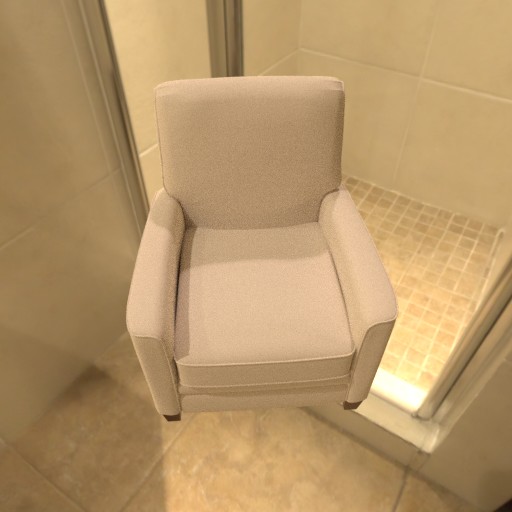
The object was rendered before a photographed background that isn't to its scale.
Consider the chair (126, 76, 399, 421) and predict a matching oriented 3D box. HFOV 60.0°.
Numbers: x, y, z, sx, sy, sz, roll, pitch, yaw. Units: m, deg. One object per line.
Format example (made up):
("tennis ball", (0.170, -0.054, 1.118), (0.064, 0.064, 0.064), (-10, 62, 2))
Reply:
("chair", (0.000, 0.000, 1.642), (0.841, 1.028, 0.858), (-3, 46, -3))
